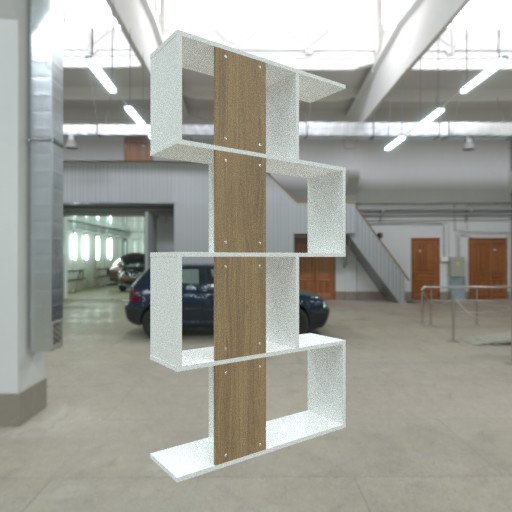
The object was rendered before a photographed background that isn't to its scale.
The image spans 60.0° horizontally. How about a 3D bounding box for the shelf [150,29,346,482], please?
[{"bbox_3d":[0.000,0.000,1.975,0.890,1.650,0.250,0,0,-36],"label":"shelf"}]
